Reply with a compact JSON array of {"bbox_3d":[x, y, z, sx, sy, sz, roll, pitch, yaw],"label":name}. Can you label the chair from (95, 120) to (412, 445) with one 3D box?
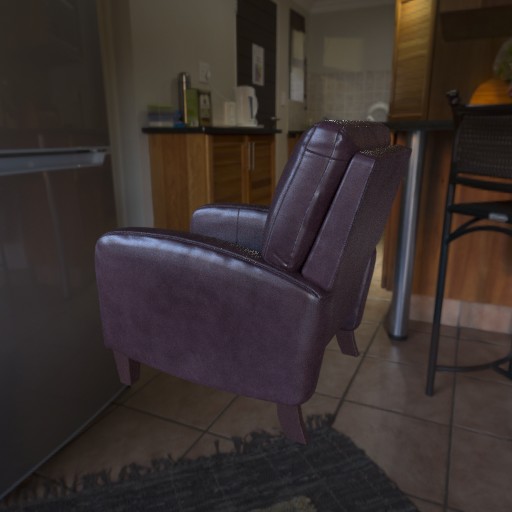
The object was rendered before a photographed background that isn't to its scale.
[{"bbox_3d":[0.000,0.000,1.701,0.990,0.990,0.762,8,18,26],"label":"chair"}]
